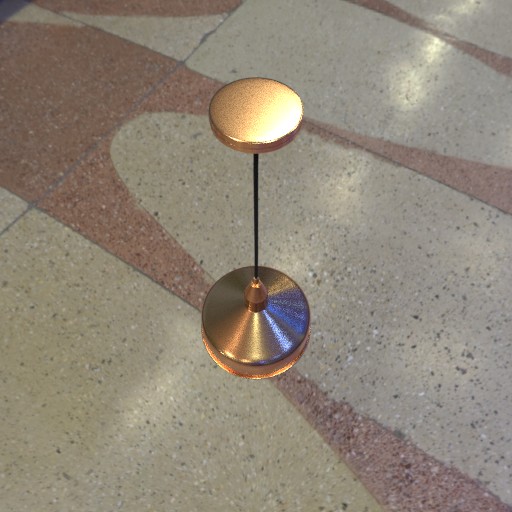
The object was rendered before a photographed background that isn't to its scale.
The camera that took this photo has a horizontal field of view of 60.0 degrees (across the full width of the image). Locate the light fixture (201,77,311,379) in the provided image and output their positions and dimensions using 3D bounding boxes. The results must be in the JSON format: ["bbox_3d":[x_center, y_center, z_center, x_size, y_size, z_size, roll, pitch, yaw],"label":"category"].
[{"bbox_3d":[0.000,0.000,0.898,0.301,0.754,0.301,30,64,16],"label":"light fixture"}]
